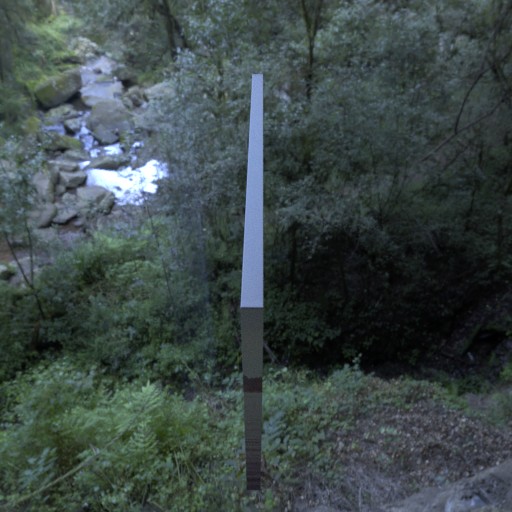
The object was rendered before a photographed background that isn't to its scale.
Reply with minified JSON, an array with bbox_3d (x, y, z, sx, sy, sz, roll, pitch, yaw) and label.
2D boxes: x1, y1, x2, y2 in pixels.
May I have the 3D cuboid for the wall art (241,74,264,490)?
[{"bbox_3d":[0.000,0.000,1.440,0.040,0.765,1.149,0,41,1],"label":"wall art"}]
